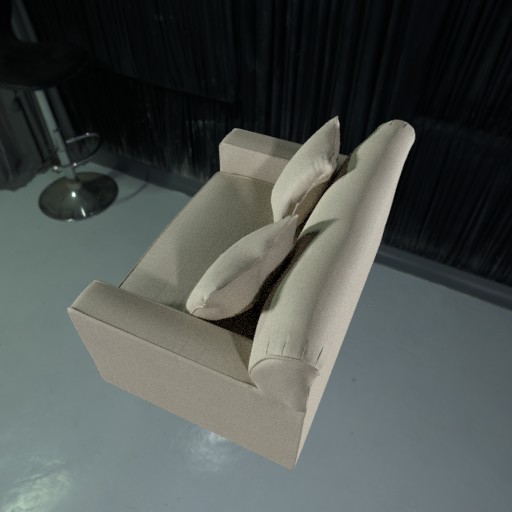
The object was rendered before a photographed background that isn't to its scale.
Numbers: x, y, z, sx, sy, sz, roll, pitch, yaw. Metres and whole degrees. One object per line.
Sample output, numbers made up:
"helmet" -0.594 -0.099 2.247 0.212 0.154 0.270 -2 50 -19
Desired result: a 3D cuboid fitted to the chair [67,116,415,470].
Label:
"chair" 0.000 0.000 2.041 1.000 0.948 1.383 19 50 17
